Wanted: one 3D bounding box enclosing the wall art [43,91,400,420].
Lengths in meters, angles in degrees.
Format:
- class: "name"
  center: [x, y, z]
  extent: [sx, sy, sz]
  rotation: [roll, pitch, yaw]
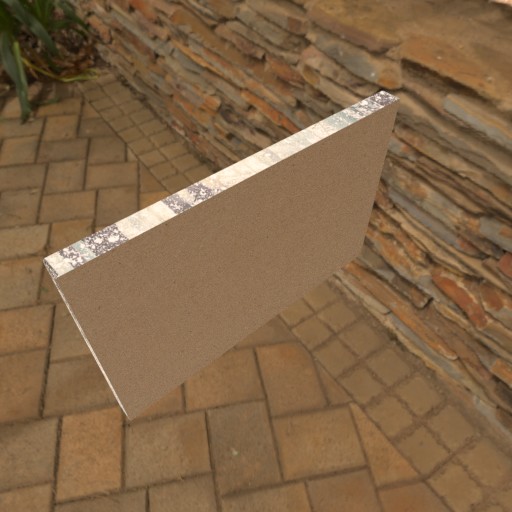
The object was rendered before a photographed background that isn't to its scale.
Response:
- class: "wall art"
  center: [0.000, 0.000, 0.784]
  extent: [0.618, 0.398, 0.042]
  rotation: [-32, 55, -26]
